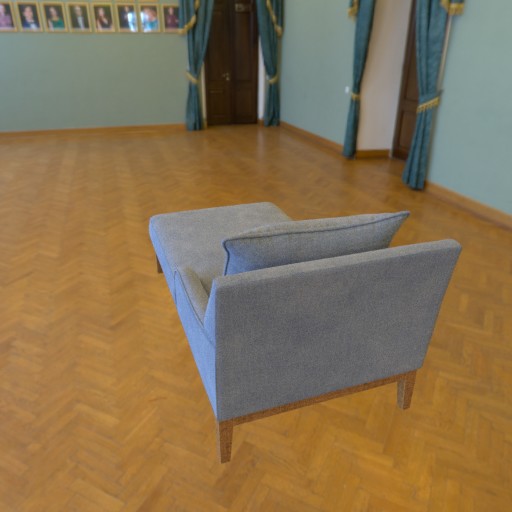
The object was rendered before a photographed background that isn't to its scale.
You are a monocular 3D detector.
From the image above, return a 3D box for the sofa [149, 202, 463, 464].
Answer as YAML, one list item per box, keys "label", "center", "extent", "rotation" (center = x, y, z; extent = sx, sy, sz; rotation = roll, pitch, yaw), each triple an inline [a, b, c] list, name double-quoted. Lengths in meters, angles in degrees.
- label: "sofa"
  center: [0.000, 0.000, 2.297]
  extent: [0.904, 0.883, 1.779]
  rotation: [-9, 27, -18]
